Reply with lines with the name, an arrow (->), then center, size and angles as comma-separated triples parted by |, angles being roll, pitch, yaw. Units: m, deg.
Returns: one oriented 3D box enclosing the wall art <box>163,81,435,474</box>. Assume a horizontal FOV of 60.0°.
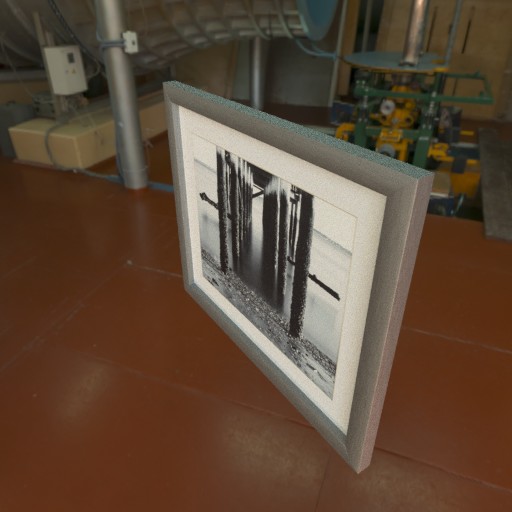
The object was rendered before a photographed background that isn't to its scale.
wall art -> 0.000, 0.000, 0.725 | 0.028, 0.457, 0.556 | -20, 37, -29
